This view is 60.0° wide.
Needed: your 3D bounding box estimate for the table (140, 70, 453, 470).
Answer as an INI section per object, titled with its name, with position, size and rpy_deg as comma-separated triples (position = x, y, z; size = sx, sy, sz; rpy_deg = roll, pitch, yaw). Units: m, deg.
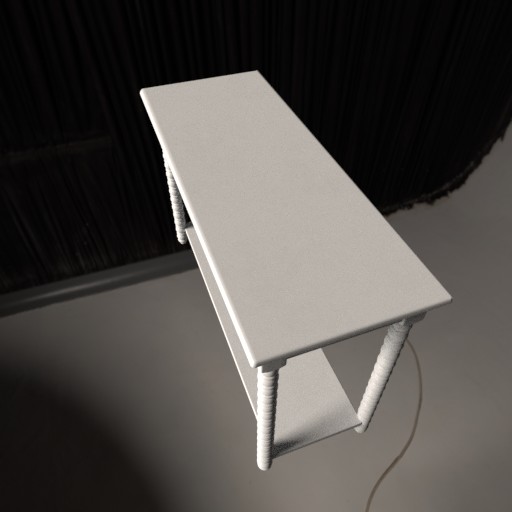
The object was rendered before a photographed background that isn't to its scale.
[table]
position = 0.000, 0.000, 1.521
size = 0.459, 0.740, 1.184
rpy_deg = -15, 48, -14
